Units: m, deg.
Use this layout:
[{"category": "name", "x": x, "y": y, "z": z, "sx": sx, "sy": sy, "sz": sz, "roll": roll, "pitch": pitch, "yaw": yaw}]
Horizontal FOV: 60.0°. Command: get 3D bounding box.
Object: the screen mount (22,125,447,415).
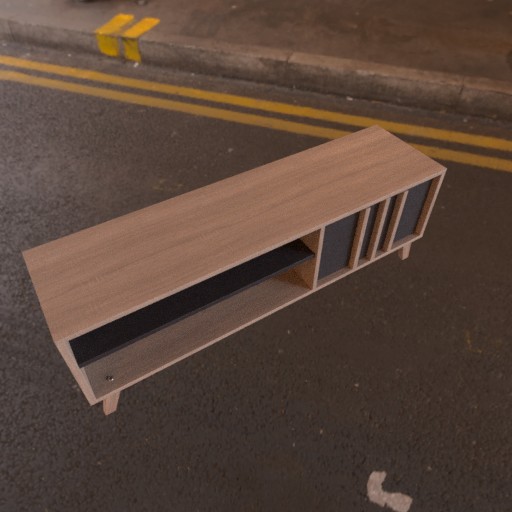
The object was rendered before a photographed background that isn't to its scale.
[{"category": "screen mount", "x": 0.000, "y": 0.000, "z": 1.743, "sx": 1.500, "sy": 0.509, "sz": 0.401, "roll": -24, "pitch": 50, "yaw": -22}]
